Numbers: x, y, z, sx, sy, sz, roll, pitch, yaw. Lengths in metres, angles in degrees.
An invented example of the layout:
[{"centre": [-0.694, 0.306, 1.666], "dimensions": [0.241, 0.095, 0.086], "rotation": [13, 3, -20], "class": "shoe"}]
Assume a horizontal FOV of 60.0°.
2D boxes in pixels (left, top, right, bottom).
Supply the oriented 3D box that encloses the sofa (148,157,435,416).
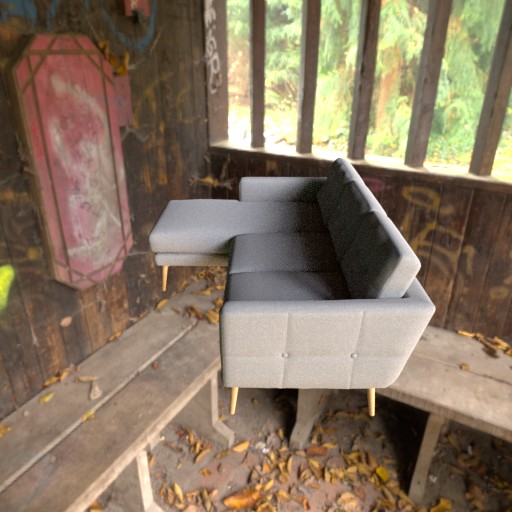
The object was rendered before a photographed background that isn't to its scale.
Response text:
[{"centre": [0.000, 0.000, 2.829], "dimensions": [1.530, 0.860, 2.040], "rotation": [0, 26, 1], "class": "sofa"}]
